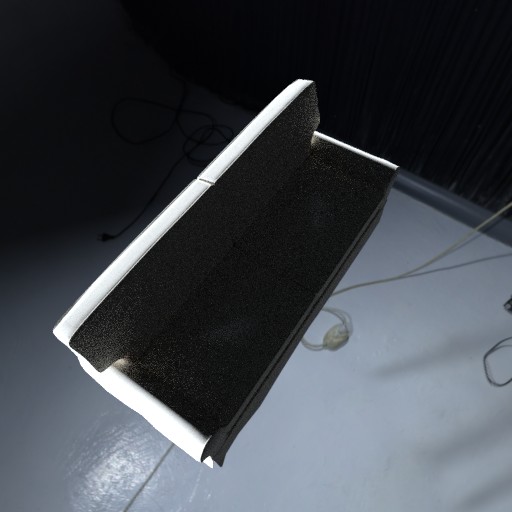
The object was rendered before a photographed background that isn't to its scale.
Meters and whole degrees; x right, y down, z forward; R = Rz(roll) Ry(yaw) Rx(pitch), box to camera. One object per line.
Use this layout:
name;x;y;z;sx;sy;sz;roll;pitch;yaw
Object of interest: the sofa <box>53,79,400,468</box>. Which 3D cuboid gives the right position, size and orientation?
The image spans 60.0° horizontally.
sofa;0.000;0.000;2.480;0.862;0.937;2.021;30;64;17
